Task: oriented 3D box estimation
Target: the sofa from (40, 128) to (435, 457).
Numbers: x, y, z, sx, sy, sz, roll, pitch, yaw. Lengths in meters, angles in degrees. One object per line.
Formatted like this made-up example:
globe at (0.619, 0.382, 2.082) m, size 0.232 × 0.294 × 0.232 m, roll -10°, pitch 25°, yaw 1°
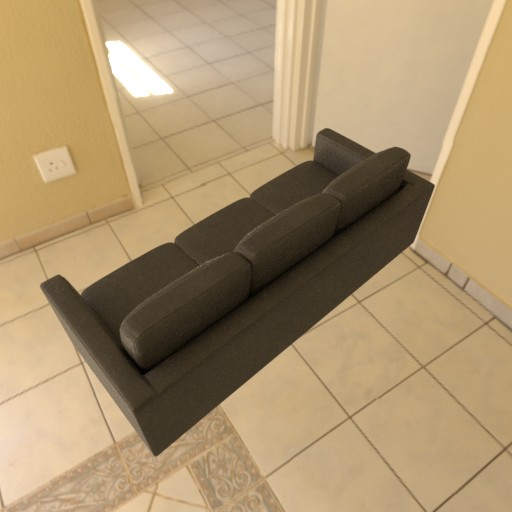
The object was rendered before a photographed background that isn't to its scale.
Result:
sofa at (0.000, 0.000, 2.497) m, size 2.029 × 0.899 × 0.879 m, roll -34°, pitch 56°, yaw -27°
